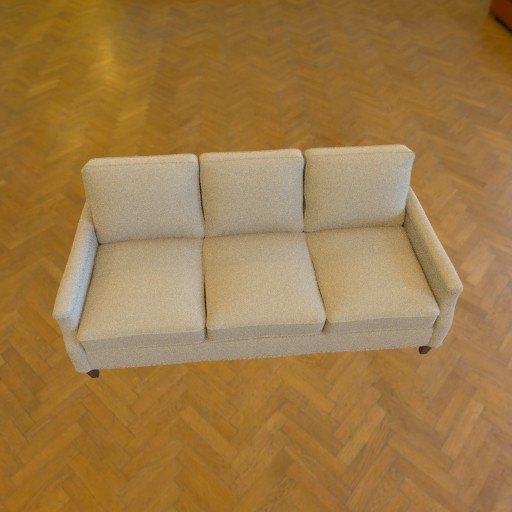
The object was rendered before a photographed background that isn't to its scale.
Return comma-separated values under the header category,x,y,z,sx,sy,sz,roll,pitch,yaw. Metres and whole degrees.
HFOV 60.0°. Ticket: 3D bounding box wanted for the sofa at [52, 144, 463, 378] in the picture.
category,x,y,z,sx,sy,sz,roll,pitch,yaw
sofa,0.000,0.000,2.793,2.246,1.003,1.084,-3,47,-3
